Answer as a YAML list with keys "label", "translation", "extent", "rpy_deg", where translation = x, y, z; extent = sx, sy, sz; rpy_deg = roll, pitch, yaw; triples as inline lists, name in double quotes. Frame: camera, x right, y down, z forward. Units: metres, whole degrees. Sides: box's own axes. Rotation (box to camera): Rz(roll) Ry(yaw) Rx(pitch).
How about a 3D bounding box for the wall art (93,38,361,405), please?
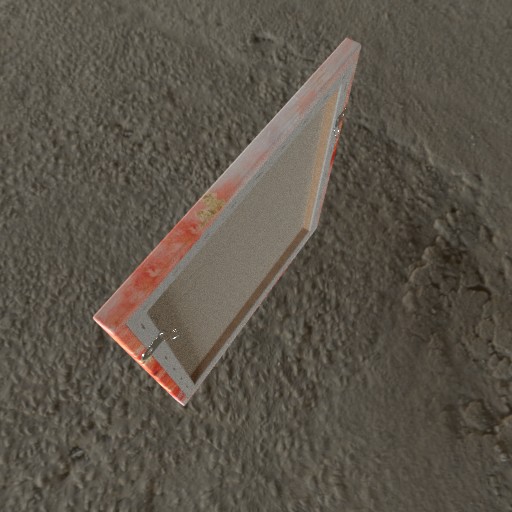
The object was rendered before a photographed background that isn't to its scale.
- label: "wall art"
  translation: [0.000, 0.000, 1.110]
  extent: [0.064, 0.746, 0.747]
  rpy_deg: [32, 68, 15]
